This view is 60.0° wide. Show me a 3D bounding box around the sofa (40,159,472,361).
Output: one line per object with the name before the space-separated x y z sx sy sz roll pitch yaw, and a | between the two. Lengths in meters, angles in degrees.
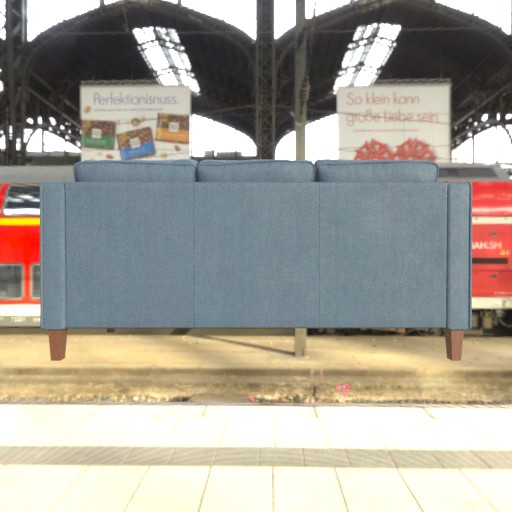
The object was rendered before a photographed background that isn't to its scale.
sofa | 0.000 0.000 2.477 1.986 0.974 0.911 0 0 0
